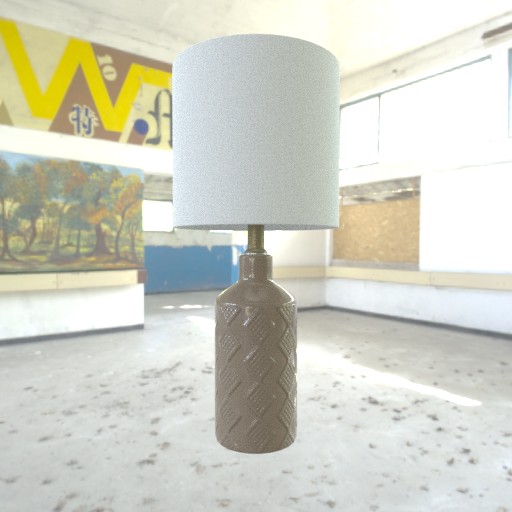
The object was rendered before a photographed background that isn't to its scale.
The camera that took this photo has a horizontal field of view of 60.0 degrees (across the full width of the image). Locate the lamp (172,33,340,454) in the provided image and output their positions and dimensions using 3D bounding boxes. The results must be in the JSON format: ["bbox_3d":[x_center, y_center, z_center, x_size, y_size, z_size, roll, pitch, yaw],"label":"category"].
[{"bbox_3d":[0.000,0.000,0.562,0.207,0.461,0.207,-1,2,-35],"label":"lamp"}]
